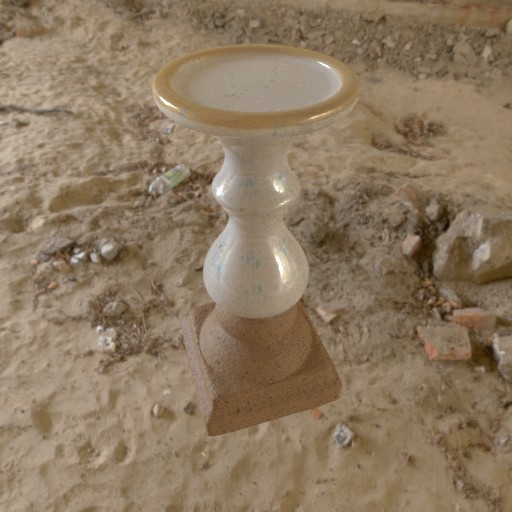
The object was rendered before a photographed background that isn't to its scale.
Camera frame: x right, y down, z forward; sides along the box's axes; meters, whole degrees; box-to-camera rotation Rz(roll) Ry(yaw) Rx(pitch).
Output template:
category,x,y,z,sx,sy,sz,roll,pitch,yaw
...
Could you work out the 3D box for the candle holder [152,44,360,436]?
category,x,y,z,sx,sy,sz,roll,pitch,yaw
candle holder,0.000,0.000,0.297,0.110,0.239,0.110,-12,43,-13
